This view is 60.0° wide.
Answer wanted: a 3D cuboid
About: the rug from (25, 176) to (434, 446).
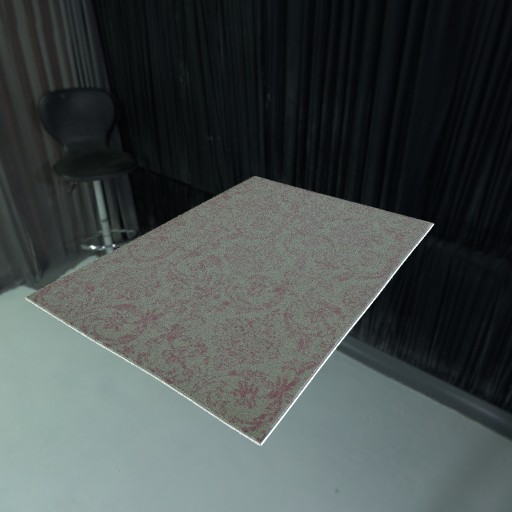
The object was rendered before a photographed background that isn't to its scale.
[{"bbox_3d":[0.000,0.000,2.834,1.598,0.014,2.202,20,37,29],"label":"rug"}]
